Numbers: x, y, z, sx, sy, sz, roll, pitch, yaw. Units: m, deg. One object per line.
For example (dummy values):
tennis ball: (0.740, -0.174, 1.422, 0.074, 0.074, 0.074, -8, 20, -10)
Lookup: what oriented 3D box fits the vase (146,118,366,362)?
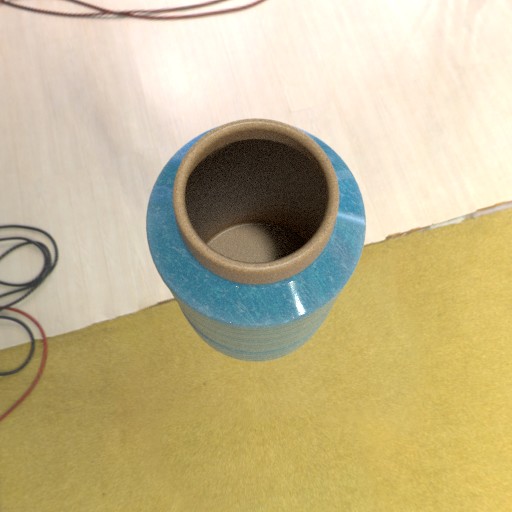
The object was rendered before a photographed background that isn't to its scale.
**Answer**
vase: (0.000, 0.000, 0.367, 0.163, 0.267, 0.163, 0, 75, 0)
